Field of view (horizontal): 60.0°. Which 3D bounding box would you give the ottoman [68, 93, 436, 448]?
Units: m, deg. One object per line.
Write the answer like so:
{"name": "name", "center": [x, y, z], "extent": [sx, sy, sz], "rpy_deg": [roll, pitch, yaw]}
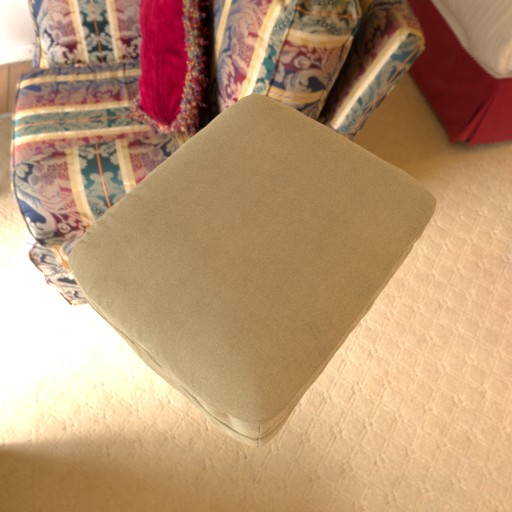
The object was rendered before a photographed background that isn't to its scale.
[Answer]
{"name": "ottoman", "center": [0.000, 0.000, 1.094], "extent": [0.584, 0.480, 0.712], "rpy_deg": [36, 68, 17]}
